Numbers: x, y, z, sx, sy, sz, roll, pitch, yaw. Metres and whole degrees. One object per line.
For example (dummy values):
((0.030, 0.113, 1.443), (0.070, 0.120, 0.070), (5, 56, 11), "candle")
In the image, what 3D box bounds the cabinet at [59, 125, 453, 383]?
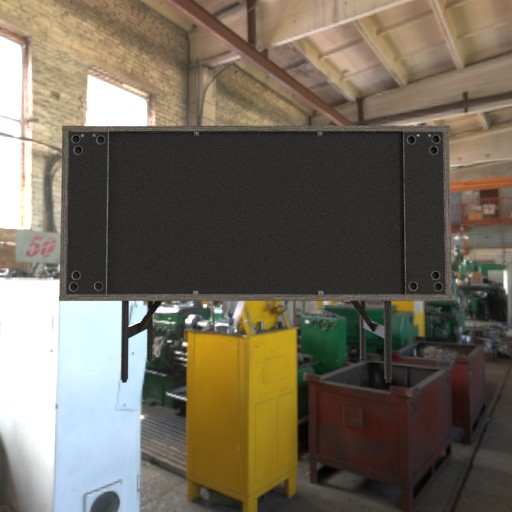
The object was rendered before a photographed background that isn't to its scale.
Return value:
((0.000, 0.000, 1.549), (1.194, 0.787, 0.405), (0, -2, 0), "cabinet")
